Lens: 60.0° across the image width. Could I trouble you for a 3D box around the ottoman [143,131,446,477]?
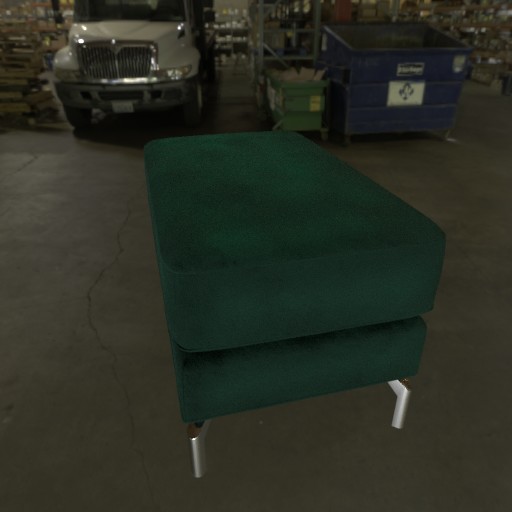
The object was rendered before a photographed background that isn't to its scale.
[{"bbox_3d":[0.000,0.000,1.228,0.536,0.533,0.886,-7,29,-13],"label":"ottoman"}]
